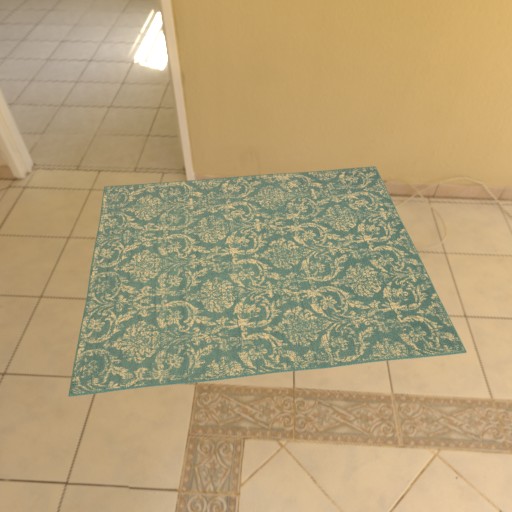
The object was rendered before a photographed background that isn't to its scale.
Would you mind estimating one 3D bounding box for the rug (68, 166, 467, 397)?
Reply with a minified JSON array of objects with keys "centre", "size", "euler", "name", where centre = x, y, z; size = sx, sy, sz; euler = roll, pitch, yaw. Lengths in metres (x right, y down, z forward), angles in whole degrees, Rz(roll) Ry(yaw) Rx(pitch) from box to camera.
[{"centre":[0.000,0.000,4.065],"size":[2.980,0.012,2.363],"euler":[-5,48,-5],"name":"rug"}]
